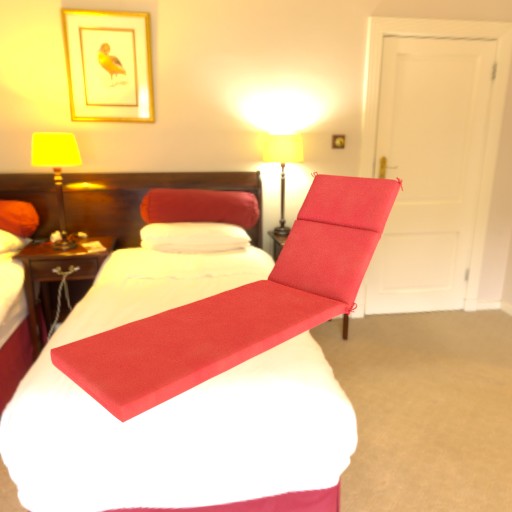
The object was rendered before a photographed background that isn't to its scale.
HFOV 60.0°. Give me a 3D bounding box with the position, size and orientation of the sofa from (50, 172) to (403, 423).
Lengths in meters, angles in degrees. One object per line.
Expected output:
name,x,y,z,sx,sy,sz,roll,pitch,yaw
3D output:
sofa,0.000,0.000,1.961,0.582,0.622,1.663,14,21,42
